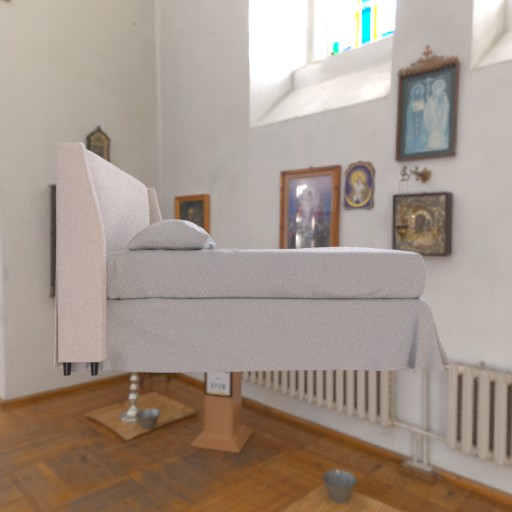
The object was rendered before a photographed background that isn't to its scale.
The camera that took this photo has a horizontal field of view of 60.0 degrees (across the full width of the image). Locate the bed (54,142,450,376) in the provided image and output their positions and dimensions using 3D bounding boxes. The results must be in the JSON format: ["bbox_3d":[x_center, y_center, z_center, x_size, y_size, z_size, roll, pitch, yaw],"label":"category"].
[{"bbox_3d":[0.000,0.000,3.411,2.276,1.332,1.925,0,1,0],"label":"bed"}]
